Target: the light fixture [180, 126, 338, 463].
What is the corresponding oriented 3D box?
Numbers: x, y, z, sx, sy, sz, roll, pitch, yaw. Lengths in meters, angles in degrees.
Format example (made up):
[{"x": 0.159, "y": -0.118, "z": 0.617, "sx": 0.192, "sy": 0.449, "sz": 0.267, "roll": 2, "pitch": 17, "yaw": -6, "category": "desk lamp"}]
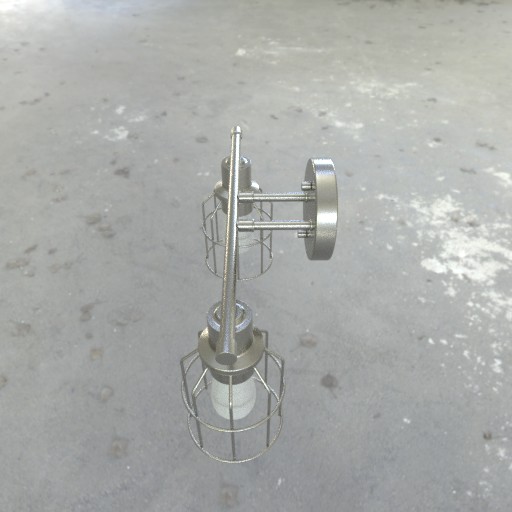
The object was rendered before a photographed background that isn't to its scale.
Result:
[{"x": 0.000, "y": 0.000, "z": 0.550, "sx": 0.165, "sy": 0.254, "sz": 0.406, "roll": 0, "pitch": 41, "yaw": -1, "category": "light fixture"}]
